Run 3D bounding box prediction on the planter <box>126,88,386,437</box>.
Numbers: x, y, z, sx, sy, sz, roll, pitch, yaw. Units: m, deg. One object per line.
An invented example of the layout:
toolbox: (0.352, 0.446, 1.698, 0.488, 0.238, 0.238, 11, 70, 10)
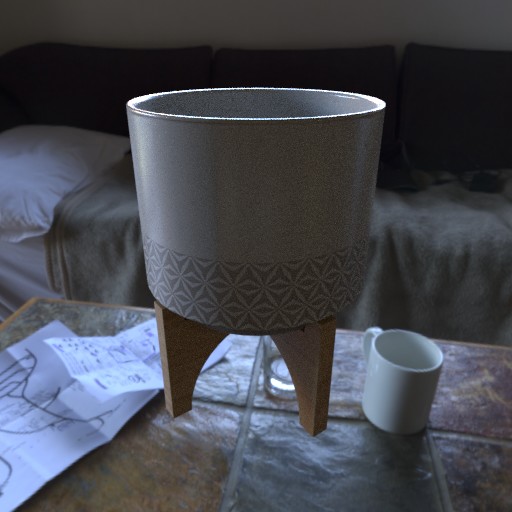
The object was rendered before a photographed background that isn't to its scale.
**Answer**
planter: (0.000, 0.000, 0.513, 0.249, 0.343, 0.249, 0, 26, 0)
